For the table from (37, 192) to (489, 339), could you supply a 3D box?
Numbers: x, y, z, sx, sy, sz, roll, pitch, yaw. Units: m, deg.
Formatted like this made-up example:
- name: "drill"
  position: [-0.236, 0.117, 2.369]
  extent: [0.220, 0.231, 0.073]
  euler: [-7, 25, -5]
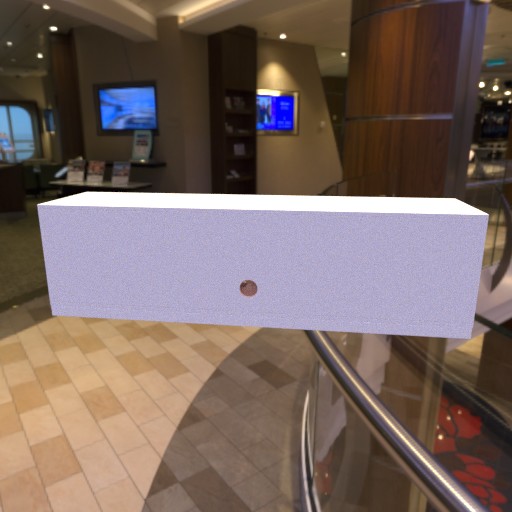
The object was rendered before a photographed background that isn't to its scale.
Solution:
- name: "table"
  position: [0.000, 0.000, 1.760]
  extent: [1.550, 0.440, 0.400]
  euler: [2, 16, 7]
